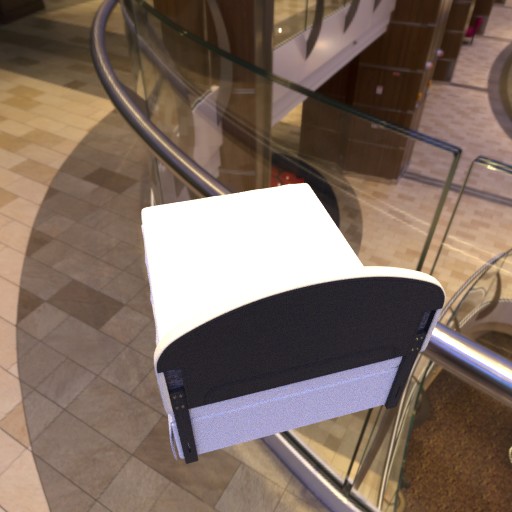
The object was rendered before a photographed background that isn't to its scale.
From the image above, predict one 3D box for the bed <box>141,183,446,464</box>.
[{"bbox_3d":[0.000,0.000,3.131,1.607,1.410,2.005,-10,43,-11],"label":"bed"}]
